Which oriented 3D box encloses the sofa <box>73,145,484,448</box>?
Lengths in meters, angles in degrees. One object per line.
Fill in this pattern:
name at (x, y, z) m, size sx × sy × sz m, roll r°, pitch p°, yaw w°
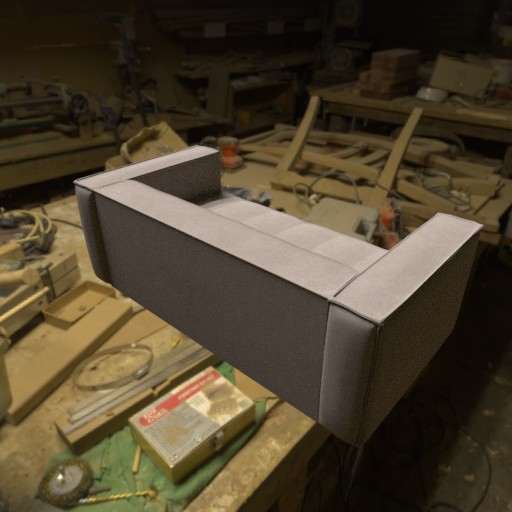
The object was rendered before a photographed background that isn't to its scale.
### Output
sofa at (0.000, 0.000, 2.460) m, size 1.995 × 0.680 × 1.038 m, roll 24°, pitch 38°, yaw 35°
